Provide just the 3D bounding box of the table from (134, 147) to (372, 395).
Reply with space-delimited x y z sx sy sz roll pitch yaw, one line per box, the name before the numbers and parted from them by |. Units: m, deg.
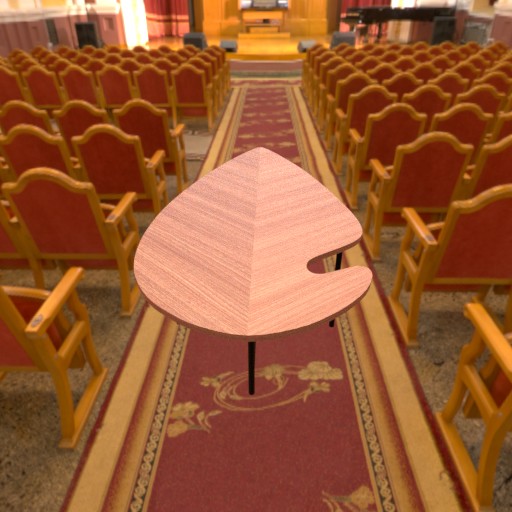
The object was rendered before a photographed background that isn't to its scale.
table | 0.000 0.000 1.456 0.598 0.360 1.199 1 31 1
